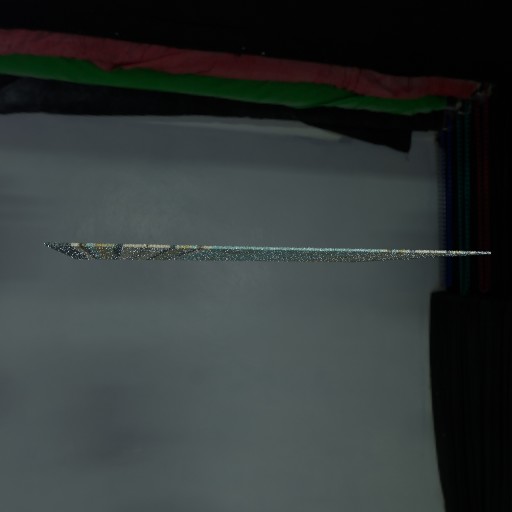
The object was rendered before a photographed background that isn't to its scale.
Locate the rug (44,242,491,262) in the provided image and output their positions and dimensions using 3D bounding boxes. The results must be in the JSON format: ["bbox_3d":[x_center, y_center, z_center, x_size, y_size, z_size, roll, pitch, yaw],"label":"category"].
[{"bbox_3d":[0.000,0.000,2.274,1.811,0.010,1.212,1,-3,-18],"label":"rug"}]
